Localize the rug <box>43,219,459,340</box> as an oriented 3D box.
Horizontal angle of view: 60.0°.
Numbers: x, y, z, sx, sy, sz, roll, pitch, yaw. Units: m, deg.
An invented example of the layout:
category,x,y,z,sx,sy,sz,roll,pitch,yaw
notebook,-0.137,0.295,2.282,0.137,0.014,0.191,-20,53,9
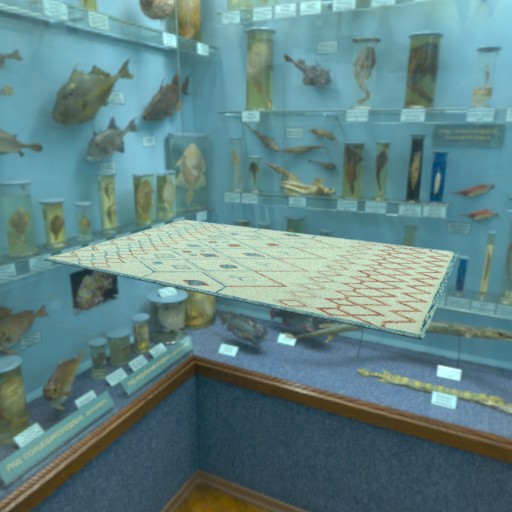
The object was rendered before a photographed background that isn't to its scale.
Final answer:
category,x,y,z,sx,sy,sz,roll,pitch,yaw
rug,0.000,0.000,3.060,2.438,0.015,1.524,9,18,28
